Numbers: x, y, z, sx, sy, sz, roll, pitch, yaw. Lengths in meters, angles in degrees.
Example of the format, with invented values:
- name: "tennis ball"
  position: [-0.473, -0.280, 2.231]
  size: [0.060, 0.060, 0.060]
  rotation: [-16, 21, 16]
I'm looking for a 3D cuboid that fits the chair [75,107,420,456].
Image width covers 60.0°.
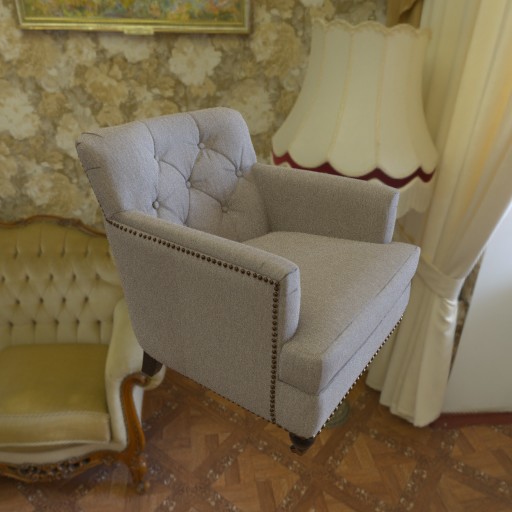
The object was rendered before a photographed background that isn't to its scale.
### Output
- name: "chair"
  position: [0.000, 0.000, 1.467]
  size: [0.902, 0.823, 0.737]
  rotation: [18, 31, 31]
